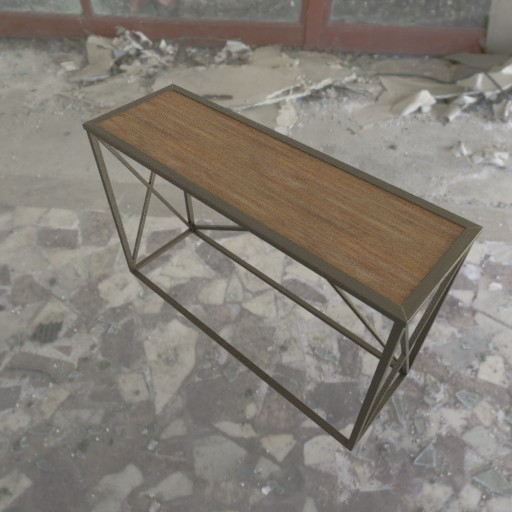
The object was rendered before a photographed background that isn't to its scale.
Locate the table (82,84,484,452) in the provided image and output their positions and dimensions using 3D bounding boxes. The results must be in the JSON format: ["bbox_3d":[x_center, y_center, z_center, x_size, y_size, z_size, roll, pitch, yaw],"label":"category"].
[{"bbox_3d":[0.000,0.000,1.588,1.216,0.753,0.402,33,55,27],"label":"table"}]
